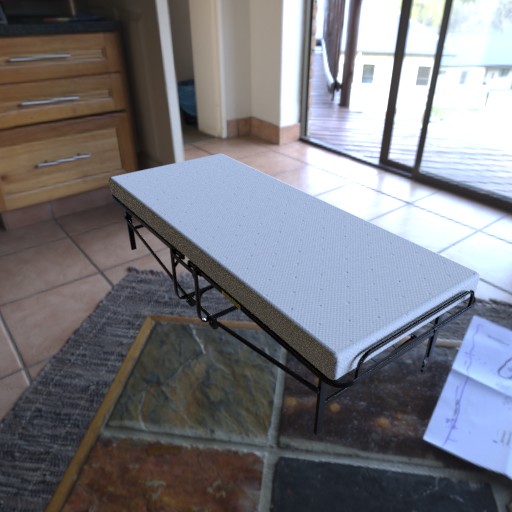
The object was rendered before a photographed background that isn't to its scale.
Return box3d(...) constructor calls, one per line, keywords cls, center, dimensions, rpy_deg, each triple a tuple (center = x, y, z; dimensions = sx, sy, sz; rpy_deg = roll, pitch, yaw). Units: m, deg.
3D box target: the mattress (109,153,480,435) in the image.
box3d(cls="mattress", center=(0.000, 0.000, 2.525), dimensions=(0.922, 0.519, 2.153), rpy_deg=(-20, 36, -31))
